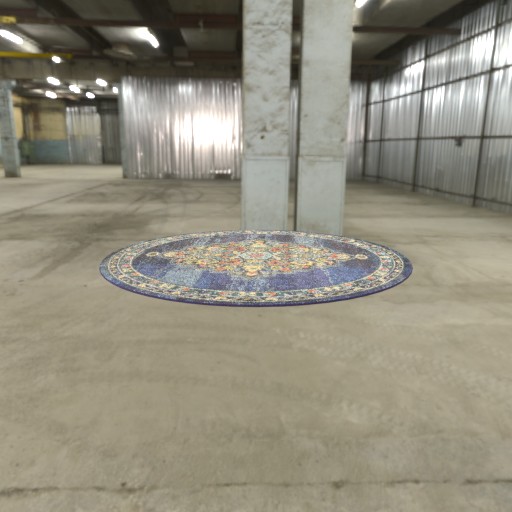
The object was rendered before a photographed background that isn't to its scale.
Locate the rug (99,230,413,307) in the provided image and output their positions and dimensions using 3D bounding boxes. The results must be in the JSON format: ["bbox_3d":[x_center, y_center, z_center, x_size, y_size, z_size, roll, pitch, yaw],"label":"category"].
[{"bbox_3d":[0.000,0.000,3.567,2.386,0.014,2.386,0,13,0],"label":"rug"}]
